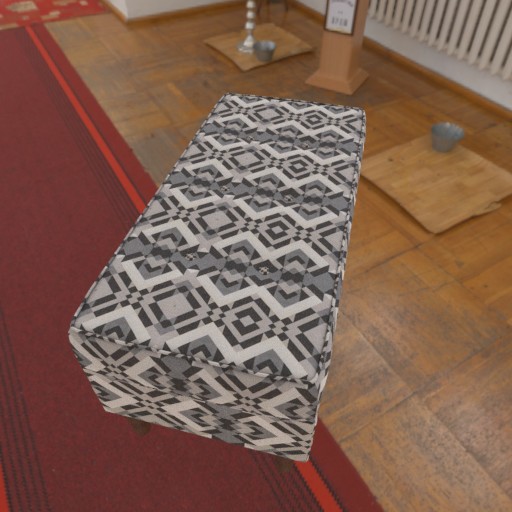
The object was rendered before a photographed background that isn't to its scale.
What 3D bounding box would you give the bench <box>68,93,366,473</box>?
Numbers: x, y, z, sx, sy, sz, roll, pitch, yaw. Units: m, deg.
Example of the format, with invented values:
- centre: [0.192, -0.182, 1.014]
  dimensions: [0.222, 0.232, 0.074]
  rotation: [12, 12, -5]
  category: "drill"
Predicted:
- centre: [0.000, 0.000, 1.266]
  dimensions: [0.492, 0.477, 1.016]
  rotation: [10, 46, 10]
  category: "bench"
